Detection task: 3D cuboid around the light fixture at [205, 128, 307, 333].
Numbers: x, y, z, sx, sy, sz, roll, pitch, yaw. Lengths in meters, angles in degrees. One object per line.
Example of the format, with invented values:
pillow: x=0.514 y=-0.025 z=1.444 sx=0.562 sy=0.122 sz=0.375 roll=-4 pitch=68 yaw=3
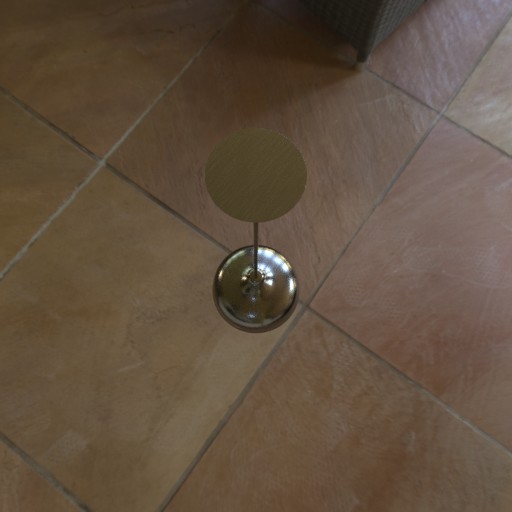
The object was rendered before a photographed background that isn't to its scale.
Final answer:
light fixture: x=0.000 y=0.000 z=1.070 sx=0.299 sy=0.935 sz=0.299 roll=38 pitch=79 yaw=9
